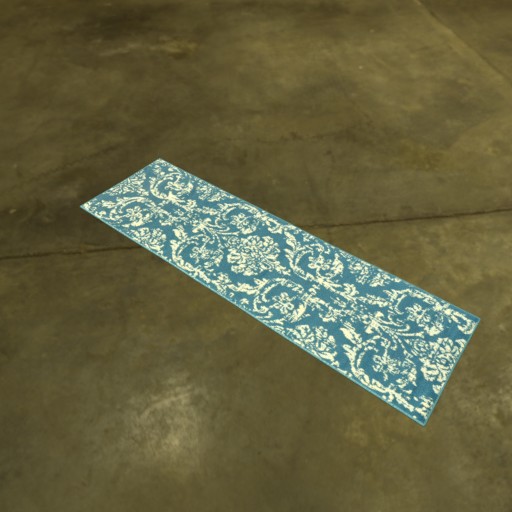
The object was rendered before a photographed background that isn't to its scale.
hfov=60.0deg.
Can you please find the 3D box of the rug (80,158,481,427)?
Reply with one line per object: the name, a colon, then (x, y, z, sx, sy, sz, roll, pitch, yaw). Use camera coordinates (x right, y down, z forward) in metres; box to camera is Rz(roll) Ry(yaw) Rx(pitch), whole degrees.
rug: (0.000, 0.000, 2.391, 2.196, 0.011, 0.662, 29, 53, 25)
